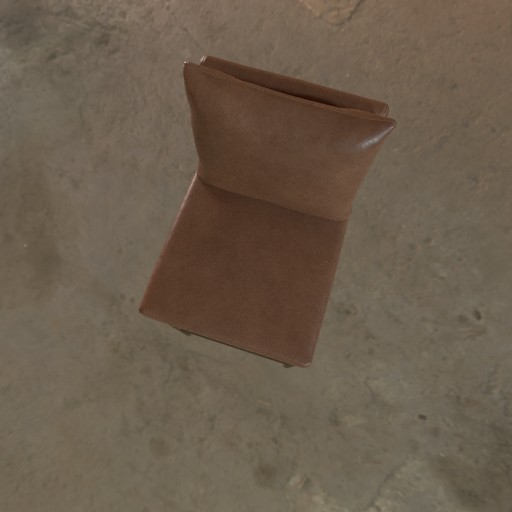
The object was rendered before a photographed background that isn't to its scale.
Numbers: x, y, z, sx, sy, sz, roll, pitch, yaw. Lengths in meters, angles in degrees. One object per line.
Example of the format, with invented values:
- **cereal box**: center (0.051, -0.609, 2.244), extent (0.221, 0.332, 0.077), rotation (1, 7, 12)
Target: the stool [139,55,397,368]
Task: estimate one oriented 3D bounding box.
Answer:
- **stool**: center (0.000, 0.000, 1.362), extent (0.463, 1.124, 0.571), rotation (17, 76, 5)
